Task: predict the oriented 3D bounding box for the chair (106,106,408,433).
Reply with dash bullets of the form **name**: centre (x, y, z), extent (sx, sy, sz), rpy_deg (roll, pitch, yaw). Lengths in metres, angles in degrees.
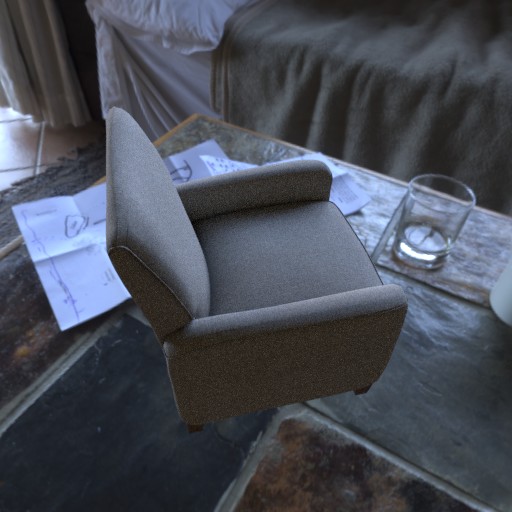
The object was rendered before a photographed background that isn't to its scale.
- **chair**: centre (0.000, 0.000, 1.618), extent (0.864, 1.014, 0.848), rpy_deg (-10, 46, -9)
